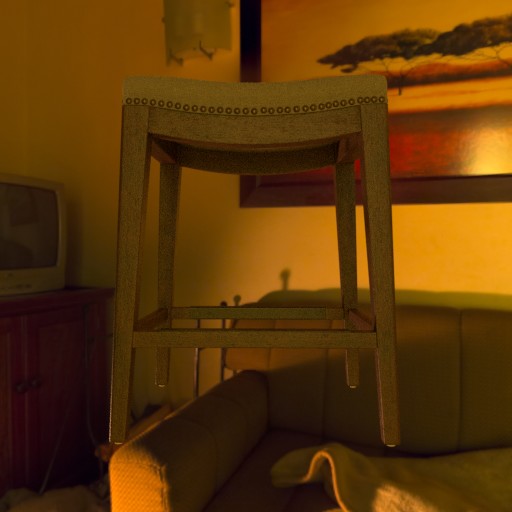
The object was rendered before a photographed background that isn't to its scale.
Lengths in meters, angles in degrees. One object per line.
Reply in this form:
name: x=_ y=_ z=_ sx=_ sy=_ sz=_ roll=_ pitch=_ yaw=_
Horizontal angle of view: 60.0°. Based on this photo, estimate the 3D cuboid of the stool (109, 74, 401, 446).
stool: x=0.000 y=0.000 z=0.945 sx=0.508 sy=0.660 sz=0.356 roll=0 pitch=1 yaw=1
